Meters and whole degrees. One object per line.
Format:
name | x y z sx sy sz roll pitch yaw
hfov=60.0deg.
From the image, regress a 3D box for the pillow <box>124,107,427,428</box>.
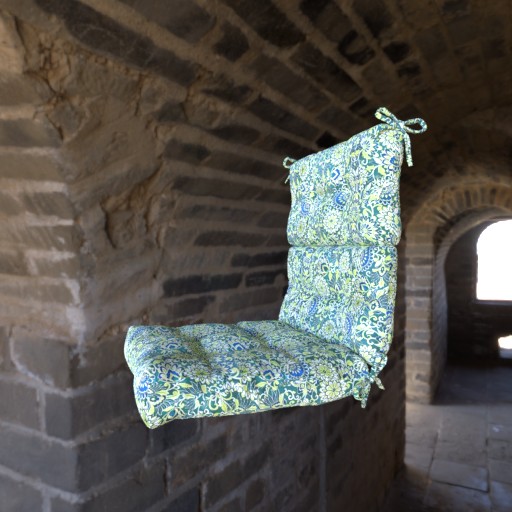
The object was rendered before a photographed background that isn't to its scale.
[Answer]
pillow | 0.000 0.000 1.029 0.571 0.605 0.519 0 1 -19
